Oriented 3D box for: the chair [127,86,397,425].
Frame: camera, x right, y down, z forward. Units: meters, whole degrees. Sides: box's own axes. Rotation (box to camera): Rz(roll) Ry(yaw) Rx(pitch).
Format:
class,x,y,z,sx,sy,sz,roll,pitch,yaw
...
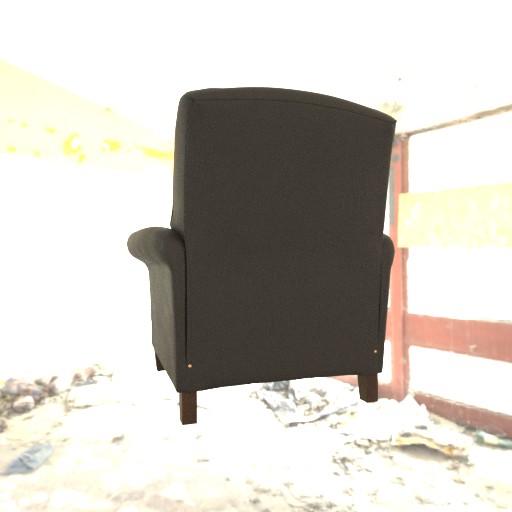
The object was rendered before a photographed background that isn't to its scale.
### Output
class,x,y,z,sx,sy,sz,roll,pitch,yaw
chair,0.000,0.000,1.810,0.978,1.061,0.902,0,0,-19
